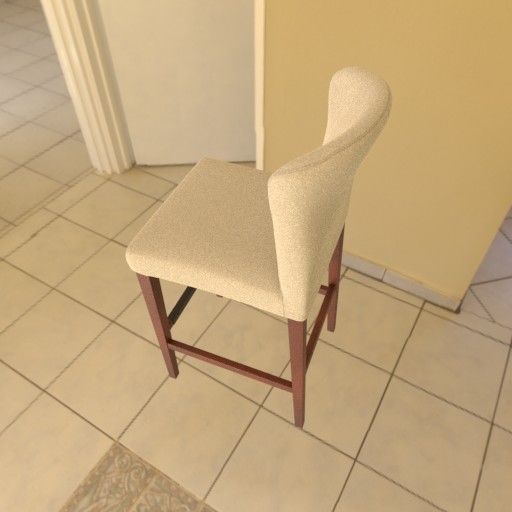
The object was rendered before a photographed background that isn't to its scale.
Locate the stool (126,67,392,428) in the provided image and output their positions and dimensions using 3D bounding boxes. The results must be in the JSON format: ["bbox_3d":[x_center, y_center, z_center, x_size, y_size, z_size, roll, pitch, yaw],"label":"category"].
[{"bbox_3d":[0.000,0.000,1.321,0.568,1.069,0.479,16,48,15],"label":"stool"}]
